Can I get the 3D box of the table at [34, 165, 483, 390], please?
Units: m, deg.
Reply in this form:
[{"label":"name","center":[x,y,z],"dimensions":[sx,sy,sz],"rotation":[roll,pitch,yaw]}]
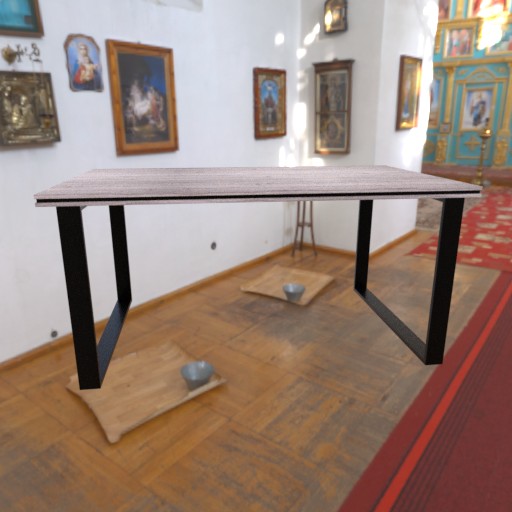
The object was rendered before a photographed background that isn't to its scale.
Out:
[{"label":"table","center":[0.000,0.000,2.067],"dimensions":[1.579,0.736,0.881],"rotation":[-2,17,-7]}]
